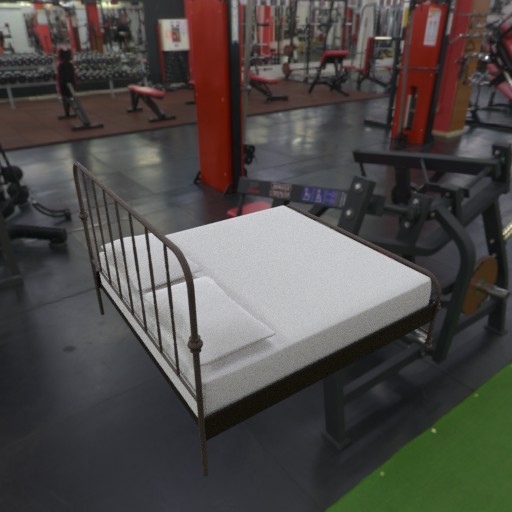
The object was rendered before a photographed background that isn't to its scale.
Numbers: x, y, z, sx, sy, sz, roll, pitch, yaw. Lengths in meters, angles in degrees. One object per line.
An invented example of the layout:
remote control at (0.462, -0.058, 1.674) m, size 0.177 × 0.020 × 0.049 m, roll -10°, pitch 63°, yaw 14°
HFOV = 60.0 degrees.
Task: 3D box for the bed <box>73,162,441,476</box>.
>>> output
bed at (0.000, 0.000, 3.513) m, size 2.134 × 1.446 × 2.044 m, roll -18°, pitch 32°, yaw -30°
